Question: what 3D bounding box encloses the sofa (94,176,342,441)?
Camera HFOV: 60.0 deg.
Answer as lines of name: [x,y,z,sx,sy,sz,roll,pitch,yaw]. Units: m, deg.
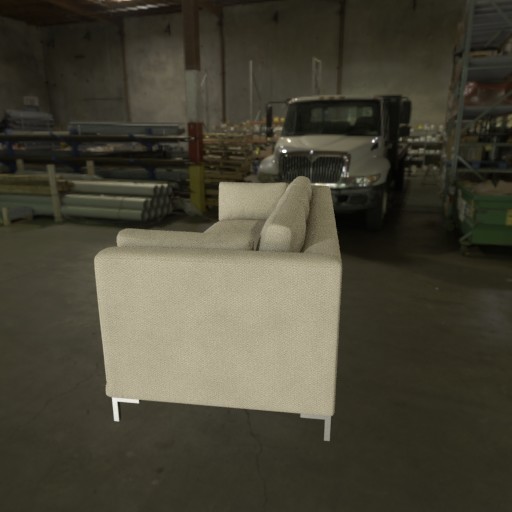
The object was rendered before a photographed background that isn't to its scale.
sofa: [0.000,0.000,2.881,0.969,0.867,2.415,2,16,8]
